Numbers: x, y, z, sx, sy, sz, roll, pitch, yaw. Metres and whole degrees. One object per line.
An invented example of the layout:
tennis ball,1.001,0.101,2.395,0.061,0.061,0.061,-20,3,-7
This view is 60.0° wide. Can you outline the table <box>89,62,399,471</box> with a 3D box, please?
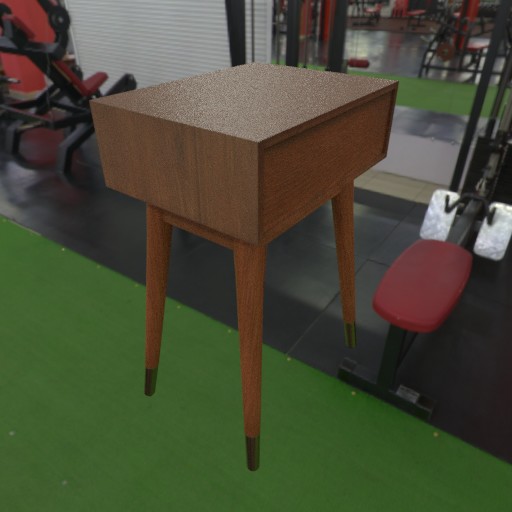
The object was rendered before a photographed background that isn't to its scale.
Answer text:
table,0.000,0.000,0.832,0.300,0.599,0.406,22,39,30
